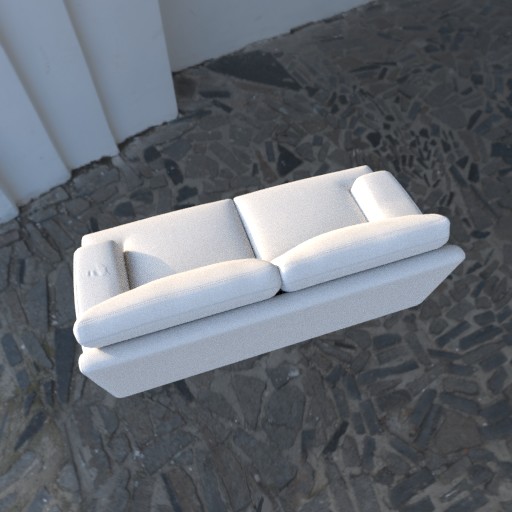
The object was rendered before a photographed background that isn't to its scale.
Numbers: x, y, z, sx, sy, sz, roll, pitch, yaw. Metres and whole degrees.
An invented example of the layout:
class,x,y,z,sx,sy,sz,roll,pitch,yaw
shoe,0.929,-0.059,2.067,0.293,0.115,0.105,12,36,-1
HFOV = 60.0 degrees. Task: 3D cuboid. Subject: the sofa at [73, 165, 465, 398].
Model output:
class,x,y,z,sx,sy,sz,roll,pitch,yaw
sofa,0.000,0.000,2.882,2.261,0.940,1.143,-15,58,-10
